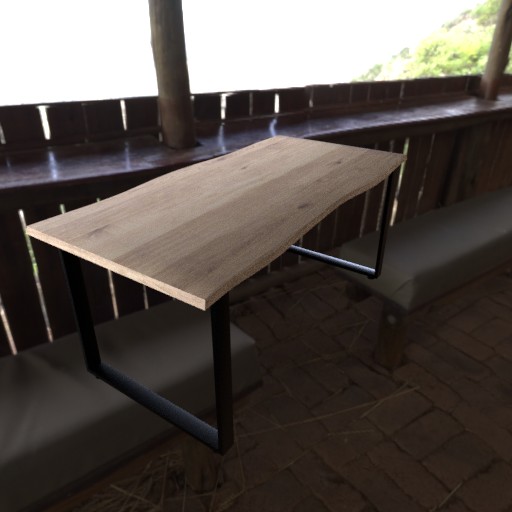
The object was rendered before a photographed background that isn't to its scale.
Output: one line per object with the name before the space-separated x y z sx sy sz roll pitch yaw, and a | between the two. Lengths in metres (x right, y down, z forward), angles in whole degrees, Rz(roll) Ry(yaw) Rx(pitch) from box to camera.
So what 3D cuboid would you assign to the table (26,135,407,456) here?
table | 0.000 0.000 2.273 0.900 0.780 1.800 18 33 30
